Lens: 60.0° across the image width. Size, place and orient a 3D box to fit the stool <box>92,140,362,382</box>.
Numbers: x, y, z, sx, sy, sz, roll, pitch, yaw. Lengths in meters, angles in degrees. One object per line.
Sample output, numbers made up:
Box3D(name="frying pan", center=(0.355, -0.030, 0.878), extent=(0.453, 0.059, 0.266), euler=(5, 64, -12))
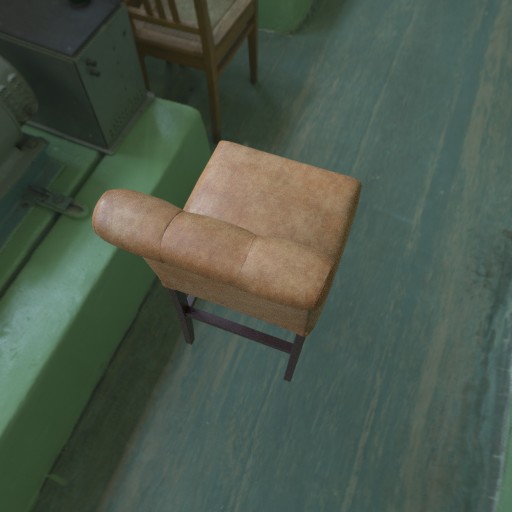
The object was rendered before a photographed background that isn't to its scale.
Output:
Box3D(name="stool", center=(0.000, 0.000, 1.358), extent=(0.493, 1.047, 0.601), euler=(18, 64, 9))
